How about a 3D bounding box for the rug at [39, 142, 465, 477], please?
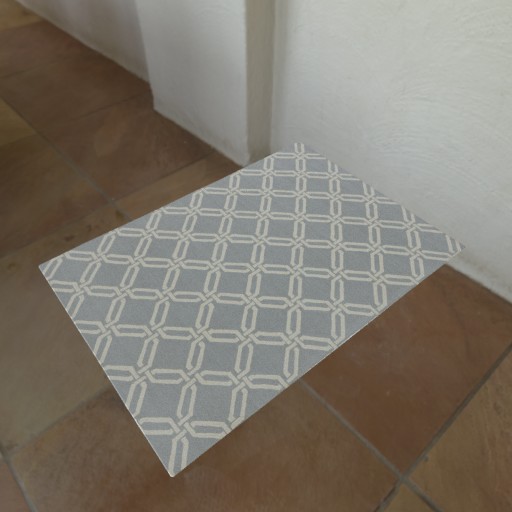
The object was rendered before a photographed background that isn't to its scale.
[{"bbox_3d":[0.000,0.000,2.702,2.133,0.013,1.522,-31,54,-26],"label":"rug"}]
